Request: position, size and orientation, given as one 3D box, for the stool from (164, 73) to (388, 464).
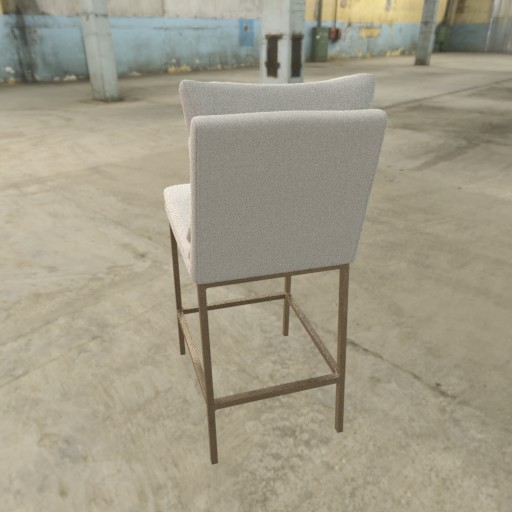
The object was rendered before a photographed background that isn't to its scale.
[{"bbox_3d":[0.000,0.000,1.331,0.463,1.032,0.572,-8,27,-15],"label":"stool"}]
